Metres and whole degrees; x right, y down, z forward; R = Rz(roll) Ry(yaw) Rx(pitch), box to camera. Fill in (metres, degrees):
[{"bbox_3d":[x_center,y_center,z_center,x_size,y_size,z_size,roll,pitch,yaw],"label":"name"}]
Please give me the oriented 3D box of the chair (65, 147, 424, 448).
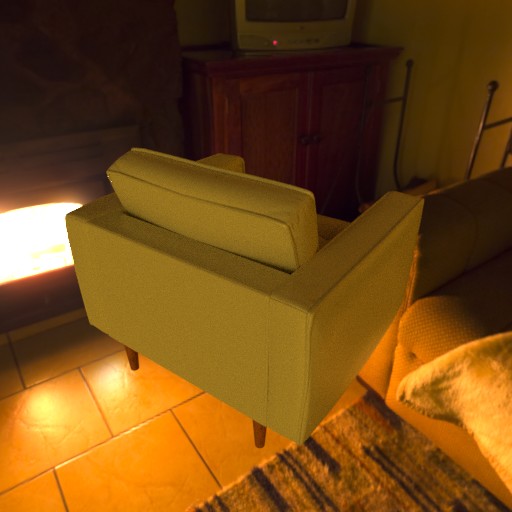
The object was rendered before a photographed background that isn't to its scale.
[{"bbox_3d":[0.000,0.000,1.540,0.928,0.773,0.843,20,35,30],"label":"chair"}]
